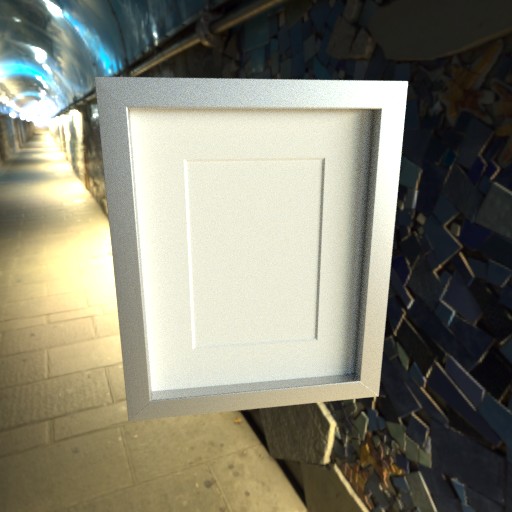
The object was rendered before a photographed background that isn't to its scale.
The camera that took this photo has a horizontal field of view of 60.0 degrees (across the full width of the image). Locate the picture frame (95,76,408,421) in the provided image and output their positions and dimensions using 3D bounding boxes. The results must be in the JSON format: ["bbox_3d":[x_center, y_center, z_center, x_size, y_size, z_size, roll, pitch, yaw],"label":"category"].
[{"bbox_3d":[0.000,0.000,0.382,0.233,0.282,0.036,-3,17,-9],"label":"picture frame"}]
